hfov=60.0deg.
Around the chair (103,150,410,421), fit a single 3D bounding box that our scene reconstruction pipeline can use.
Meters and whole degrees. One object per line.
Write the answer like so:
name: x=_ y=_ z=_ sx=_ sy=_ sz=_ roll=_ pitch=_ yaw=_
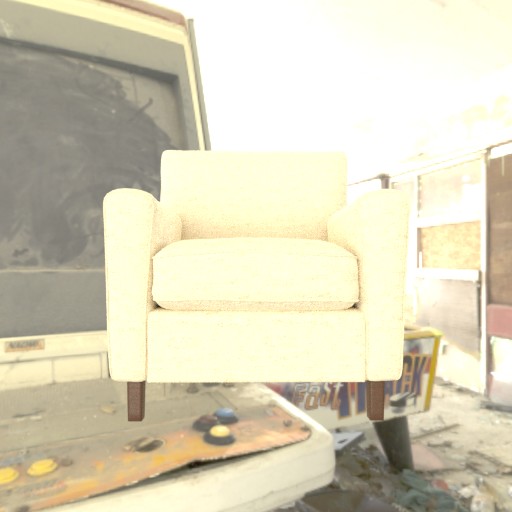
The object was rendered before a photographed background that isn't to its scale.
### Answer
chair: x=0.000 y=0.000 z=1.614 sx=0.870 sy=0.943 sz=0.823 roll=0 pitch=0 yaw=-1
